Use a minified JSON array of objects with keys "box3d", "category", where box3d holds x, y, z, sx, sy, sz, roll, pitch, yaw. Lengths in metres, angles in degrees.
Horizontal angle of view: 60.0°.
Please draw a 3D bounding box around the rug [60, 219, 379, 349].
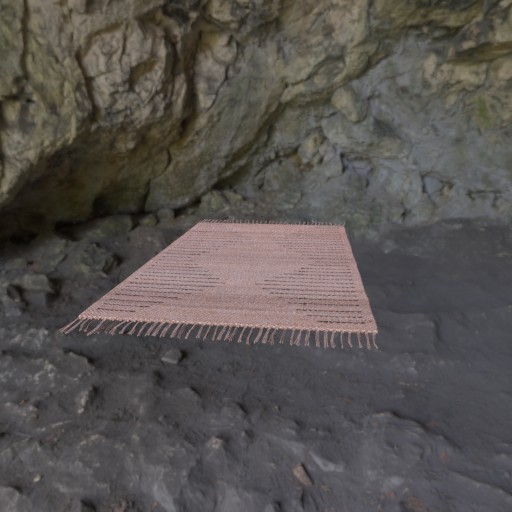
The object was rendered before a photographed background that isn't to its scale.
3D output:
[{"box3d":[0.000,0.000,2.000,0.905,0.017,1.718,2,15,7],"category":"rug"}]
